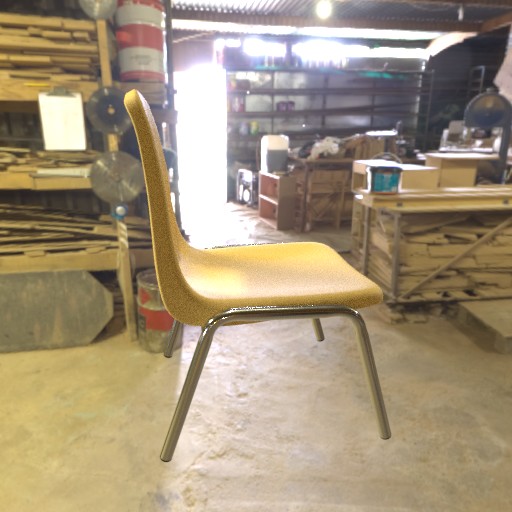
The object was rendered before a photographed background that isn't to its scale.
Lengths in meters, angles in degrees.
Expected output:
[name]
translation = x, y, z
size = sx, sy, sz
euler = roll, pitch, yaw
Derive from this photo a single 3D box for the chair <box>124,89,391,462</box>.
[chair]
translation = 0.000, 0.000, 0.769
size = 0.385, 0.536, 0.354
euler = -3, 17, -10
